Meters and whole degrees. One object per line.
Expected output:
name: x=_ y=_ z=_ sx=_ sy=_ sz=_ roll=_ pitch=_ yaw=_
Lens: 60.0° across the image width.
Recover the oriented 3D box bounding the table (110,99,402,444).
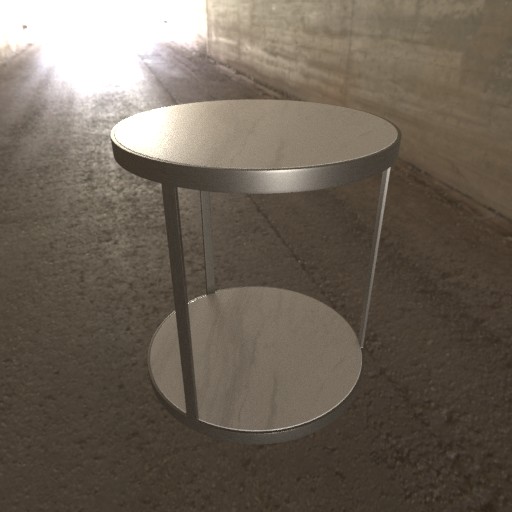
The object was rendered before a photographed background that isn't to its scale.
table: x=0.000 y=0.000 z=0.822 sx=0.445 sy=0.479 sz=0.445 roll=0 pitch=29 yaw=0
